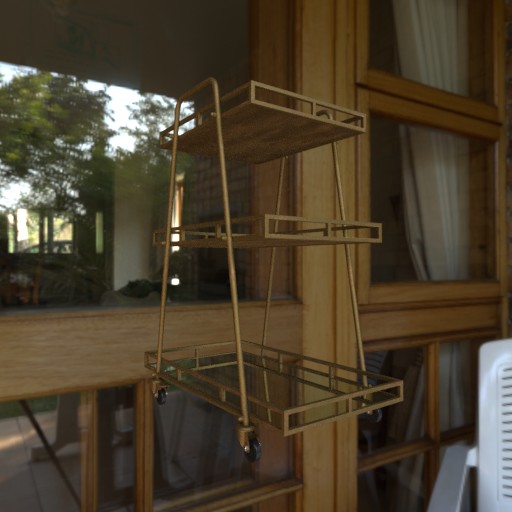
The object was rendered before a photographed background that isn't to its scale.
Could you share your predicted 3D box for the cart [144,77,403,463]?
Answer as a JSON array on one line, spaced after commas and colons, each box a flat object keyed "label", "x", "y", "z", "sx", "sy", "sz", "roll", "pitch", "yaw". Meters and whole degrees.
[{"label": "cart", "x": 0.000, "y": 0.000, "z": 1.274, "sx": 0.441, "sy": 0.883, "sz": 0.711, "roll": 1, "pitch": -1, "yaw": -36}]
